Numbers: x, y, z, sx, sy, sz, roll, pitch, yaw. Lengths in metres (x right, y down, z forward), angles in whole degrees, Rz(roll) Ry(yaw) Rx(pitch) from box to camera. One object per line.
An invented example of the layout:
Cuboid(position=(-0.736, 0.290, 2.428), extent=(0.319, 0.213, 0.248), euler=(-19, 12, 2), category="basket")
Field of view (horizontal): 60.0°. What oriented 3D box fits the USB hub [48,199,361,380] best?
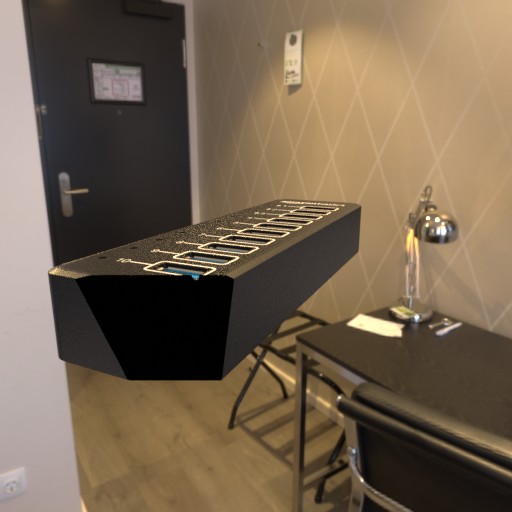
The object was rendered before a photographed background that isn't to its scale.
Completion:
Cuboid(position=(0.000, 0.000, 0.161), extent=(0.044, 0.023, 0.145), euler=(7, 16, 25), category="USB hub")
